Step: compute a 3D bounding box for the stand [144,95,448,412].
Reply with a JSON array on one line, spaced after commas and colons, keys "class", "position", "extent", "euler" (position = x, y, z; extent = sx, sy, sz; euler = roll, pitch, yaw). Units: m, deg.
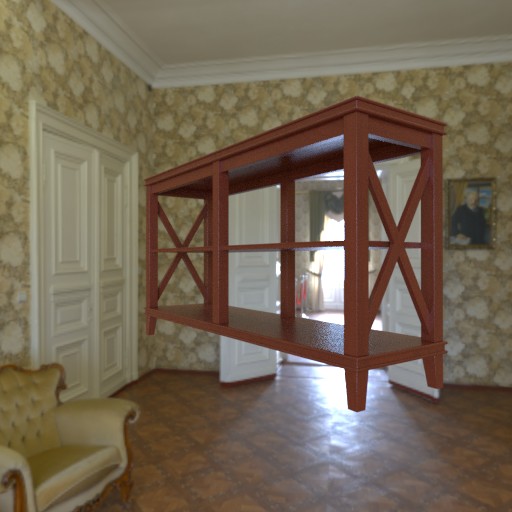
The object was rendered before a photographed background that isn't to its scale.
[{"class": "stand", "position": [0.000, 0.000, 1.725], "extent": [0.381, 0.762, 1.372], "euler": [0, 0, -35]}]
